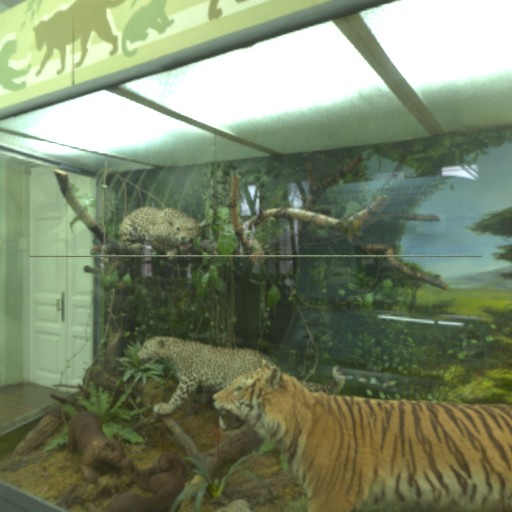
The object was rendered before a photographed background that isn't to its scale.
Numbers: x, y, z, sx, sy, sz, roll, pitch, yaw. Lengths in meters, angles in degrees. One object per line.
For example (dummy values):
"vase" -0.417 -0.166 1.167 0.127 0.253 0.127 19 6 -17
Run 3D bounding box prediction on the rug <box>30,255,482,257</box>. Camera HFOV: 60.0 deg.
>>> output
"rug" 0.000 0.000 4.148 3.061 0.010 2.330 0 0 0
